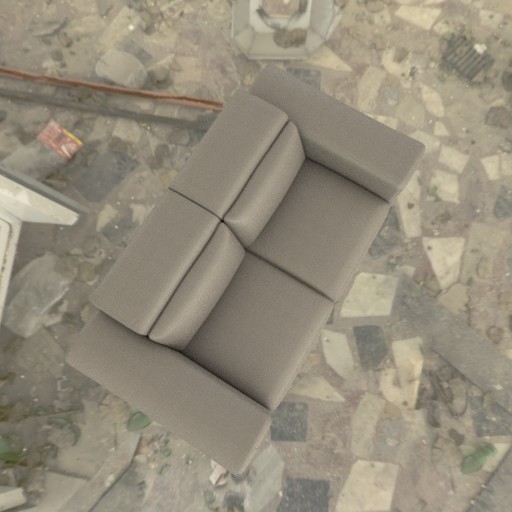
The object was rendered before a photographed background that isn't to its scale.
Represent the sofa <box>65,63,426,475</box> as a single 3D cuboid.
[{"bbox_3d":[0.000,0.000,2.430,1.024,0.753,1.930,31,78,7],"label":"sofa"}]
